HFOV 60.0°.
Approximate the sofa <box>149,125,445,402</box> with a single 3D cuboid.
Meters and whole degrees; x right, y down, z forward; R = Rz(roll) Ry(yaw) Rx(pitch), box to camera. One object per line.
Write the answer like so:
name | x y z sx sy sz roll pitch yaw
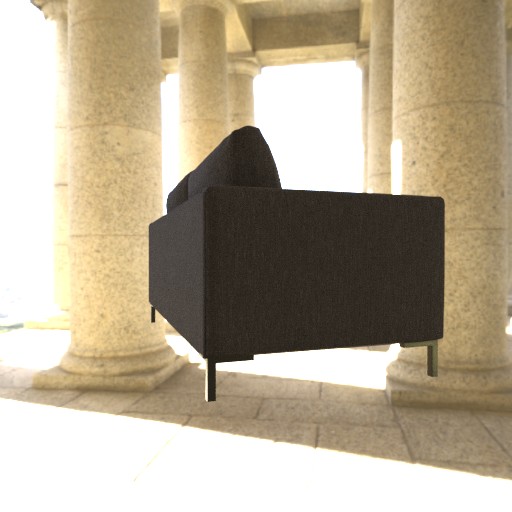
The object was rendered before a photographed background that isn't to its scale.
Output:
sofa | 0.000 0.000 2.175 0.875 0.840 1.682 0 0 -19
